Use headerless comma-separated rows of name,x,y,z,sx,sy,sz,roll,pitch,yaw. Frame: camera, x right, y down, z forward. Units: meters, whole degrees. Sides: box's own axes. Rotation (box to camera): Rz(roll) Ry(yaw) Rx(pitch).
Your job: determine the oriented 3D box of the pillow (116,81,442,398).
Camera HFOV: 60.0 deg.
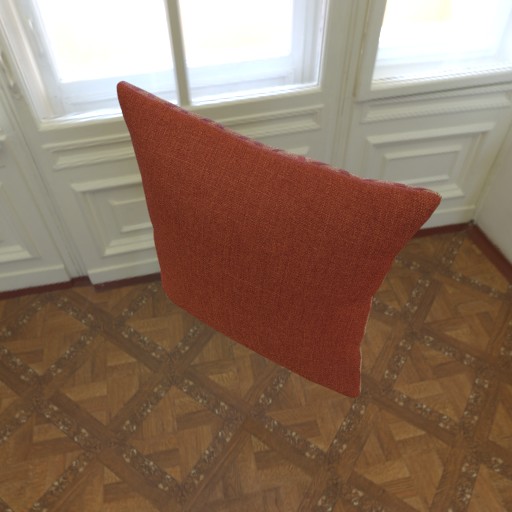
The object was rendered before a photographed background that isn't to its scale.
pillow,0.000,0.000,0.659,0.429,0.434,0.159,25,52,21
